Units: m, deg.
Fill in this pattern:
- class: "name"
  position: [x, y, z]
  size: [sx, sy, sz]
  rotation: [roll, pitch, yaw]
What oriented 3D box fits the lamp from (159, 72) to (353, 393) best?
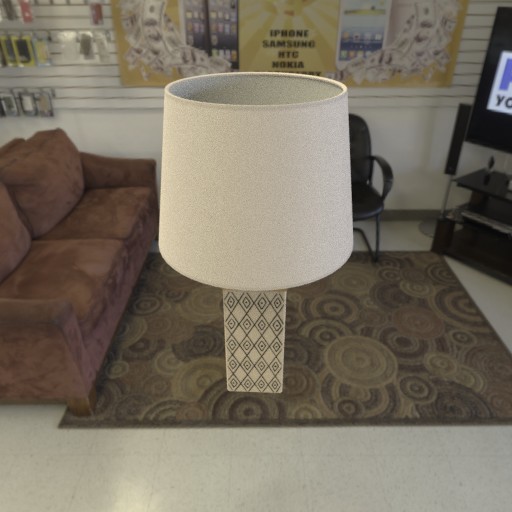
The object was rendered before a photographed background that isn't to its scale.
- class: "lamp"
  position: [0.000, 0.000, 0.599]
  size: [0.251, 0.435, 0.251]
  rotation: [0, 31, 0]
